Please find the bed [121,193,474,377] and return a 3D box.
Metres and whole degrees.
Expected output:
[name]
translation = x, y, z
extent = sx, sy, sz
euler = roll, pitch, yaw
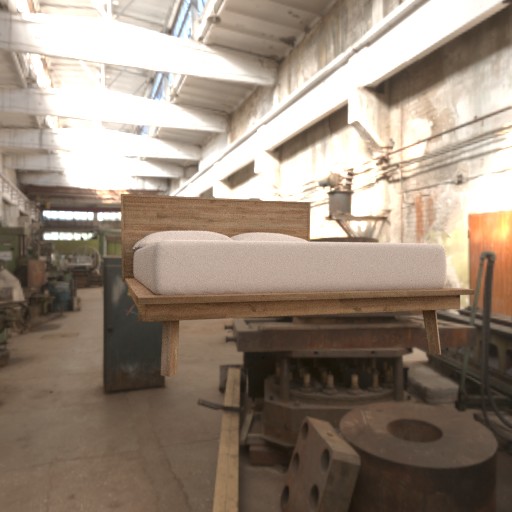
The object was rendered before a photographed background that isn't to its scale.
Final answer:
[bed]
translation = 0.000, 0.000, 3.062
extent = 1.759, 1.071, 2.145
euler = 0, -1, -18
